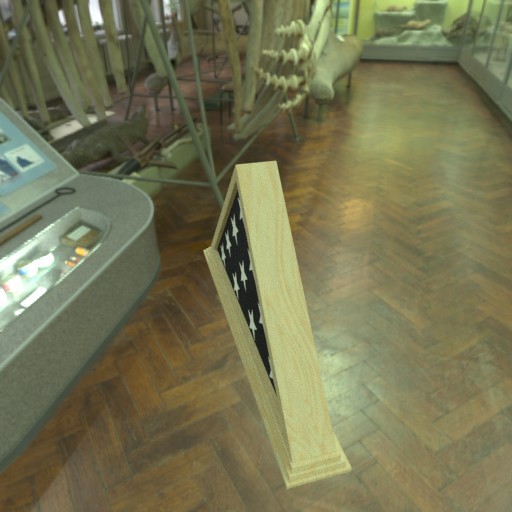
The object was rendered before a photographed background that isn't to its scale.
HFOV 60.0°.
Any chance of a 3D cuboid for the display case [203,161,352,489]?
[{"bbox_3d":[0.000,0.000,0.779,0.095,0.340,0.640,-8,33,-13],"label":"display case"}]
